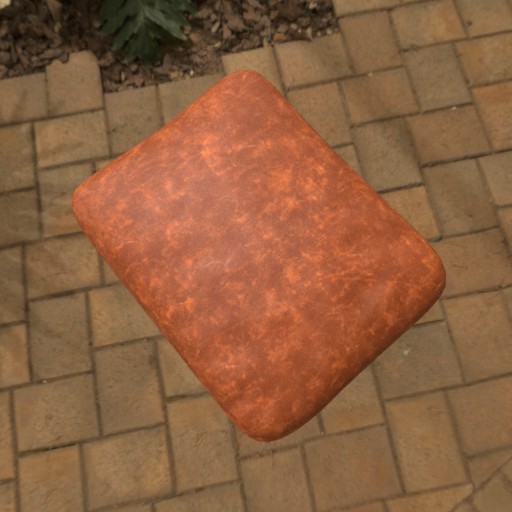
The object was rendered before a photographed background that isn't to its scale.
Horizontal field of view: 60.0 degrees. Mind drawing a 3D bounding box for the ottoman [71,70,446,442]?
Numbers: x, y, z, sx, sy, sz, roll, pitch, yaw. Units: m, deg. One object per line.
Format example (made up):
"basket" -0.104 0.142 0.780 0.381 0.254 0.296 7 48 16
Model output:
"ottoman" 0.000 0.000 1.284 0.657 0.562 0.832 -39 78 -10
